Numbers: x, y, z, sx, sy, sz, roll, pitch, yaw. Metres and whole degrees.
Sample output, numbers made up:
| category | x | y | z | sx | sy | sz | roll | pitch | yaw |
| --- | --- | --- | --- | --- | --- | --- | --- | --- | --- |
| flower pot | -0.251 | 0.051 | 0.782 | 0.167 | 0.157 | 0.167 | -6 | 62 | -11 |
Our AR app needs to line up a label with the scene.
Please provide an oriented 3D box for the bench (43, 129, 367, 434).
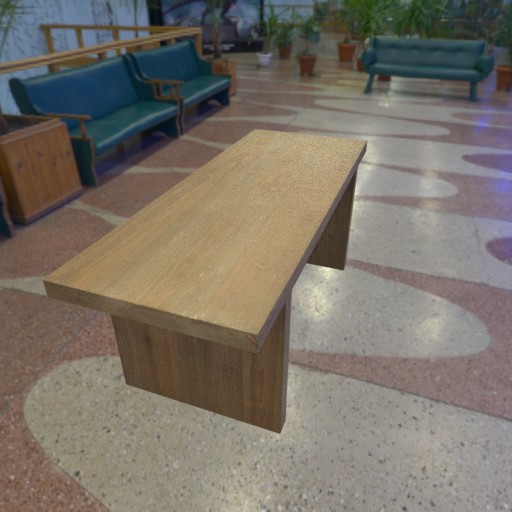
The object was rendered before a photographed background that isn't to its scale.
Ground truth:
| category | x | y | z | sx | sy | sz | roll | pitch | yaw |
| --- | --- | --- | --- | --- | --- | --- | --- | --- | --- |
| bench | 0.000 | 0.000 | 1.403 | 0.458 | 0.458 | 1.183 | 11 | 33 | 18 |
